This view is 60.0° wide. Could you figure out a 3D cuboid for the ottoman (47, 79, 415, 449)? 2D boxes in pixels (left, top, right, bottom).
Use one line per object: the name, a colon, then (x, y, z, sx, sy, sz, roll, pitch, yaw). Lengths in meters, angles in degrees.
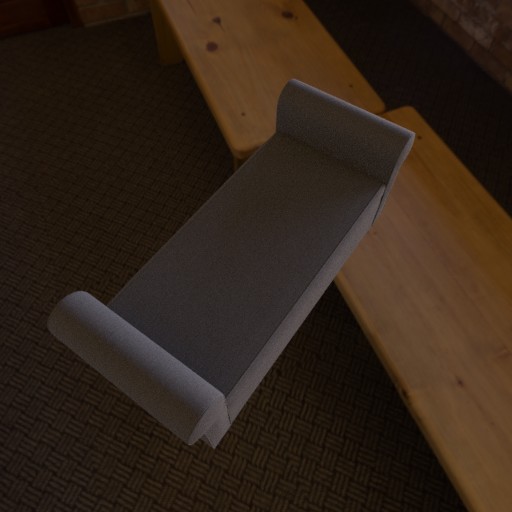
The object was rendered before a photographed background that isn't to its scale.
ottoman: (0.000, 0.000, 1.581, 0.521, 0.547, 1.256, 31, 64, 18)
